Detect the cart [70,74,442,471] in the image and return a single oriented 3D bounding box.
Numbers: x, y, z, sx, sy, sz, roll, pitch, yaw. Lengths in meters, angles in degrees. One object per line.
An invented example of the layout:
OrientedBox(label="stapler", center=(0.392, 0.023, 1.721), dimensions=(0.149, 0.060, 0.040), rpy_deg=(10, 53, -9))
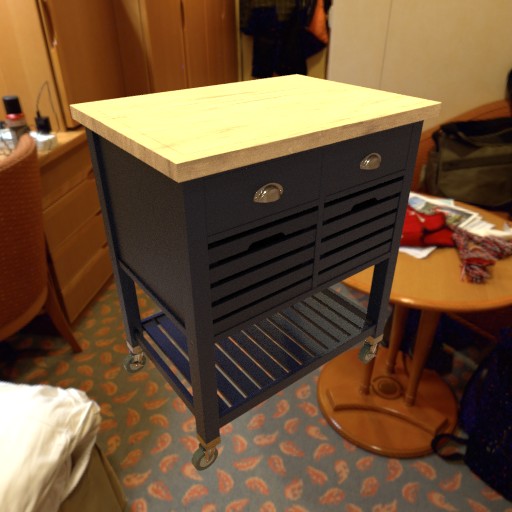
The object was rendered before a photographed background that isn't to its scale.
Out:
OrientedBox(label="cart", center=(0.000, 0.000, 1.387), dimensions=(0.797, 0.920, 0.567), rpy_deg=(-22, 37, -31))
